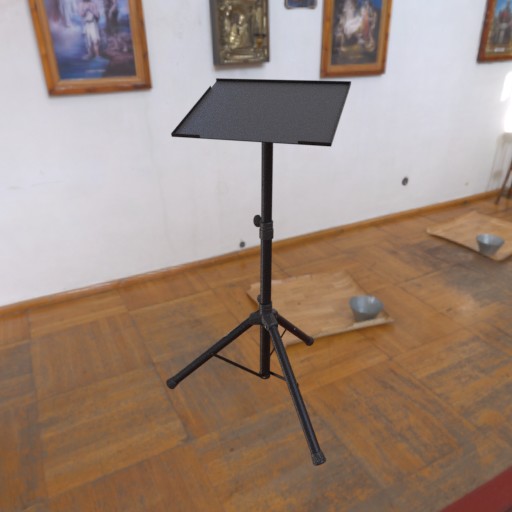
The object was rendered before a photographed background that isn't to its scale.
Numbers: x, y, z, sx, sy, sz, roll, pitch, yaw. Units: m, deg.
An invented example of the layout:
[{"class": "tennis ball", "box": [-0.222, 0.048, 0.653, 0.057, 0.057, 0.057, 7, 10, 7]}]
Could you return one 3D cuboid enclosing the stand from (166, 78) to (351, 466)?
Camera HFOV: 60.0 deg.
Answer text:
[{"class": "stand", "box": [0.000, 0.000, 1.635, 0.702, 1.198, 0.702, 8, 27, 16]}]
